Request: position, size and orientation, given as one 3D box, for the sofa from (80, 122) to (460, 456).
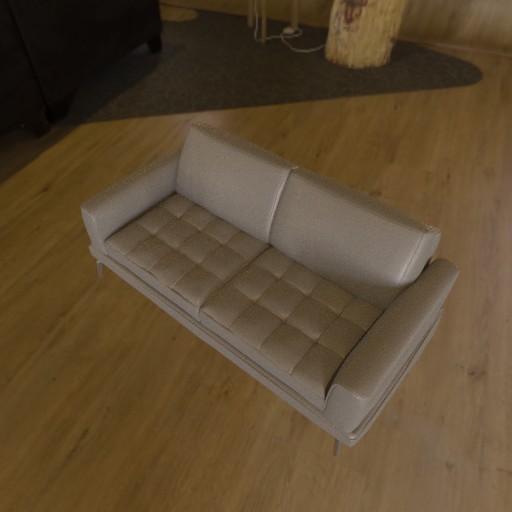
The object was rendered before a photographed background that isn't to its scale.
[{"bbox_3d":[0.000,0.000,2.766,2.177,0.930,1.121,31,53,26],"label":"sofa"}]
